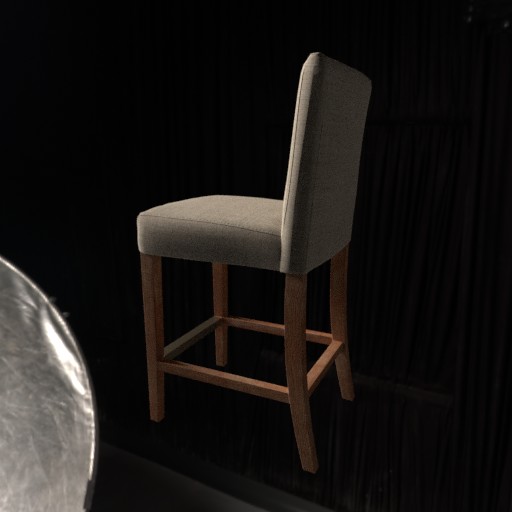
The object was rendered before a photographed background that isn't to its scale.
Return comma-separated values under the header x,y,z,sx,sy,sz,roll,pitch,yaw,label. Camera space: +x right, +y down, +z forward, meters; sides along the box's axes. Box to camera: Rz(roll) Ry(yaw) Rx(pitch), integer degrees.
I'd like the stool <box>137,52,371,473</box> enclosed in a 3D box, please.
x,y,z,sx,sy,sz,roll,pitch,yaw,label
0.000,0.000,1.342,0.567,1.039,0.454,7,16,26,stool
